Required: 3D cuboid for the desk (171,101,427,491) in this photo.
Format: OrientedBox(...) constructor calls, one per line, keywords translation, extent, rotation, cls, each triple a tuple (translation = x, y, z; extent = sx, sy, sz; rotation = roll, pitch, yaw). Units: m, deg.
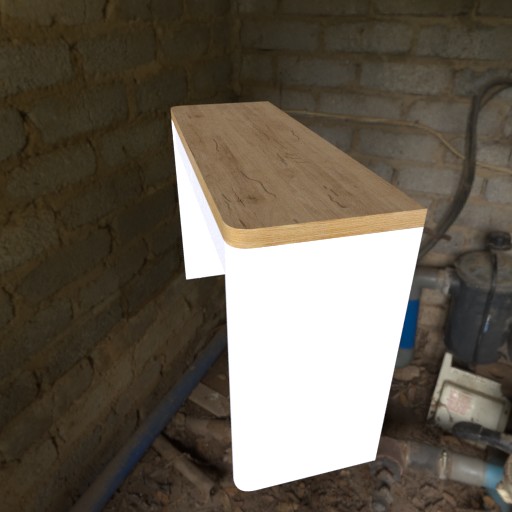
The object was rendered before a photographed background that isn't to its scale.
OrientedBox(translation=(0.000, 0.000, 1.457), extent=(0.390, 0.760, 1.100), rotation=(-7, 31, -13), cls="desk")
